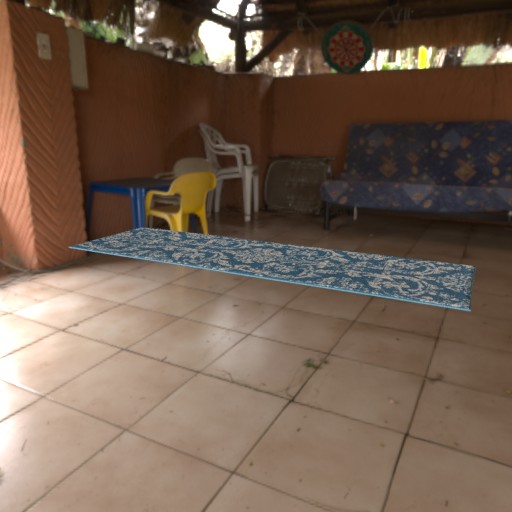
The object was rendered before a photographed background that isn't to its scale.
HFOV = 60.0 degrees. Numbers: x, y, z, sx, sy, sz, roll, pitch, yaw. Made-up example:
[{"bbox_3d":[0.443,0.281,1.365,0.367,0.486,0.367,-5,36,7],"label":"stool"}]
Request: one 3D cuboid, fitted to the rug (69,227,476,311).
[{"bbox_3d":[0.000,0.000,2.471,2.196,0.011,0.662,8,17,26],"label":"rug"}]
